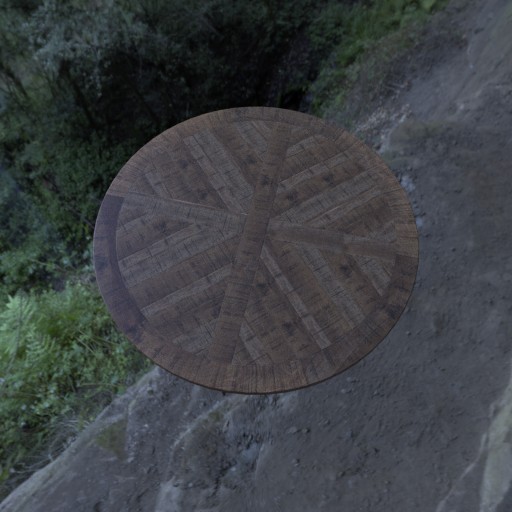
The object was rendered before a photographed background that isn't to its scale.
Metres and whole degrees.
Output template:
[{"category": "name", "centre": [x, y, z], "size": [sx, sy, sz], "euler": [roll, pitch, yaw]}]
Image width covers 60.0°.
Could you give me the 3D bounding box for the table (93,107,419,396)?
[{"category": "table", "centre": [0.000, 0.000, 1.967], "size": [1.264, 0.516, 1.264], "euler": [0, 64, 0]}]
